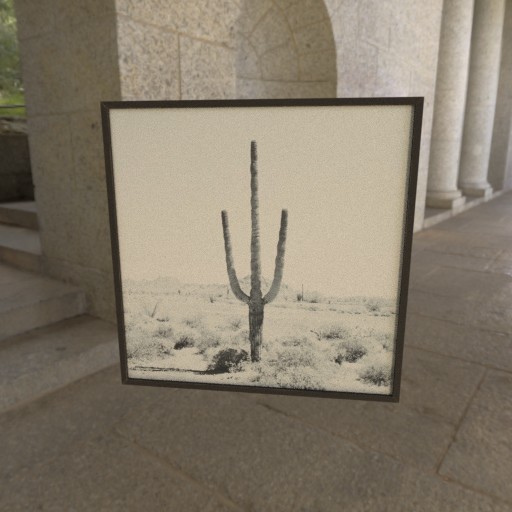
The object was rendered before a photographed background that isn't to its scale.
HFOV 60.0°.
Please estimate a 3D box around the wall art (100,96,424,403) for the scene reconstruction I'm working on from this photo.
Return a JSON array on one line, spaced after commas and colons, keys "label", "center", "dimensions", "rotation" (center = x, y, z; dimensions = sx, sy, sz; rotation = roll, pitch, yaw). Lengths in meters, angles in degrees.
[{"label": "wall art", "center": [0.000, 0.000, 1.141], "dimensions": [0.762, 0.762, 0.038], "rotation": [2, 13, 7]}]
